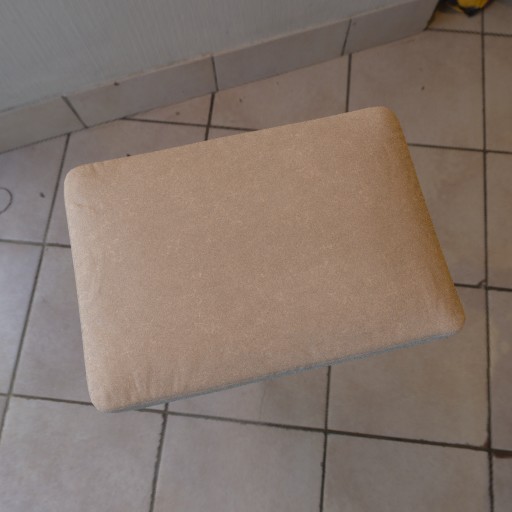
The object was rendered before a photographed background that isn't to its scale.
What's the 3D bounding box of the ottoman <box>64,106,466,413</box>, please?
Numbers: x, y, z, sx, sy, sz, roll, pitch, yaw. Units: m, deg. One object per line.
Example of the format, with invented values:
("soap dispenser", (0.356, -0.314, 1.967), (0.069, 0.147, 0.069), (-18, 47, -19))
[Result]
("ottoman", (0.000, 0.000, 1.561), (1.199, 0.429, 0.840), (-12, 76, -3))
